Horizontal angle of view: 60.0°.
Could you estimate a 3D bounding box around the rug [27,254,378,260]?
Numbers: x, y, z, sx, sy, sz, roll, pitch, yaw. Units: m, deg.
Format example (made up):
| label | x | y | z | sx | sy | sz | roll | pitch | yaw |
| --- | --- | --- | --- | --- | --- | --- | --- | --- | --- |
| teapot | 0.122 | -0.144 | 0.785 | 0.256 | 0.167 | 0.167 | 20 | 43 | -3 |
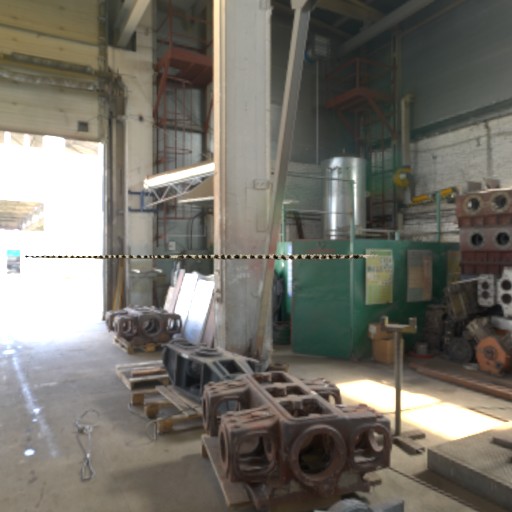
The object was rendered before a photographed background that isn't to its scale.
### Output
| label | x | y | z | sx | sy | sz | roll | pitch | yaw |
| --- | --- | --- | --- | --- | --- | --- | --- | --- | --- |
| rug | 0.000 | 0.000 | 2.979 | 1.530 | 0.025 | 2.431 | 0 | 0 | 17 |
